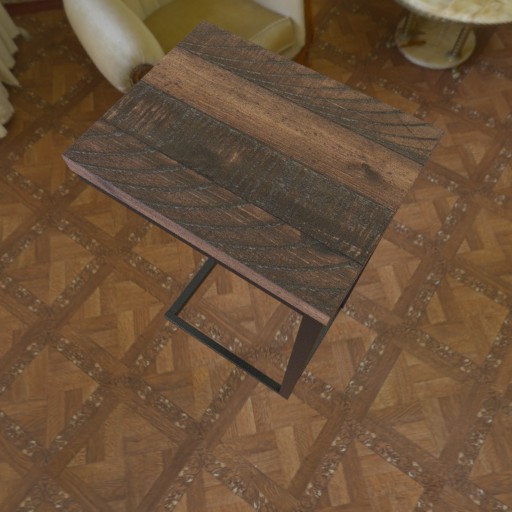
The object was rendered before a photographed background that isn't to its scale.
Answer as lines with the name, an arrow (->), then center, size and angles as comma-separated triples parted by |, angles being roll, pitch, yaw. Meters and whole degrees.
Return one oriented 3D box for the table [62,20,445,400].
table -> 0.000, 0.000, 0.925 | 0.414, 0.718, 0.323 | 31, 68, 14
